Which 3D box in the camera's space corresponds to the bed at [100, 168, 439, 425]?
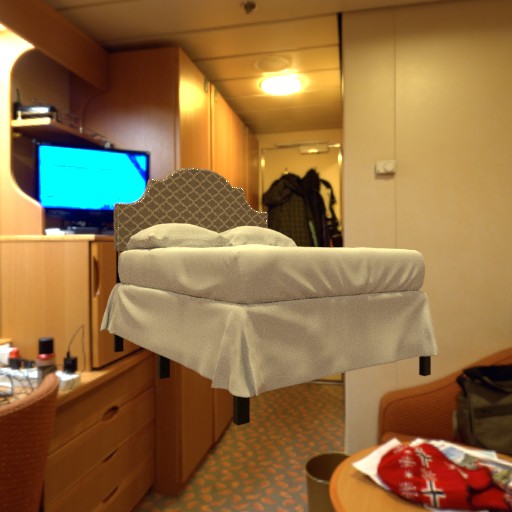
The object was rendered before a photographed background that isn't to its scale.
[{"bbox_3d":[0.000,0.000,3.421,1.780,1.633,2.222,0,1,-35],"label":"bed"}]
